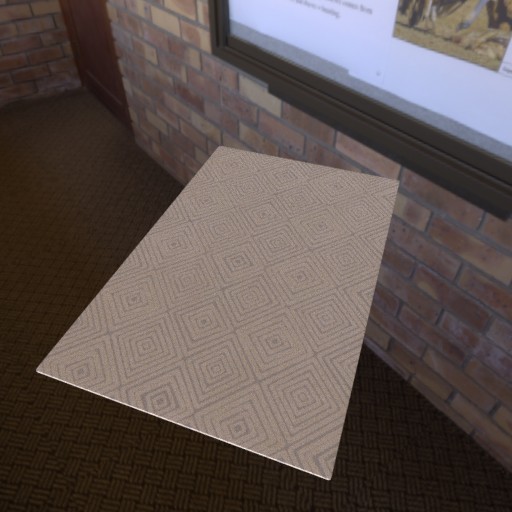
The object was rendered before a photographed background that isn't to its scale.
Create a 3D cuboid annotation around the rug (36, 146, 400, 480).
[{"bbox_3d":[0.000,0.000,2.134,1.143,0.008,1.753,14,46,14],"label":"rug"}]
